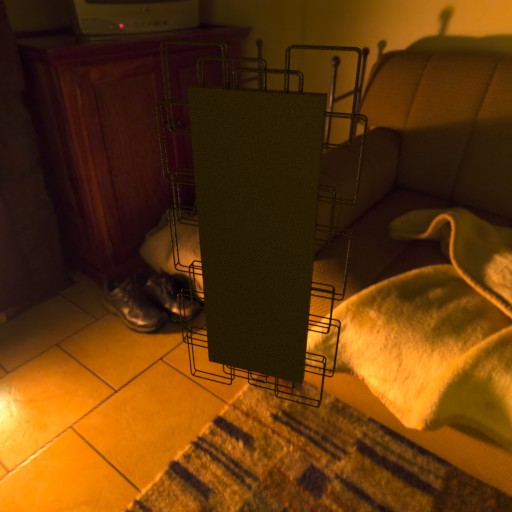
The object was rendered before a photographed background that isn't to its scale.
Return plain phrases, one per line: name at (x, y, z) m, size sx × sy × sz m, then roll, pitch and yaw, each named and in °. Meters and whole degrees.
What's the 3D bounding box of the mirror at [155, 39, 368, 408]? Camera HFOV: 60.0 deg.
mirror at (0.000, 0.000, 1.372) m, size 0.565 × 1.192 × 0.037 m, roll 10°, pitch 33°, yaw 15°
